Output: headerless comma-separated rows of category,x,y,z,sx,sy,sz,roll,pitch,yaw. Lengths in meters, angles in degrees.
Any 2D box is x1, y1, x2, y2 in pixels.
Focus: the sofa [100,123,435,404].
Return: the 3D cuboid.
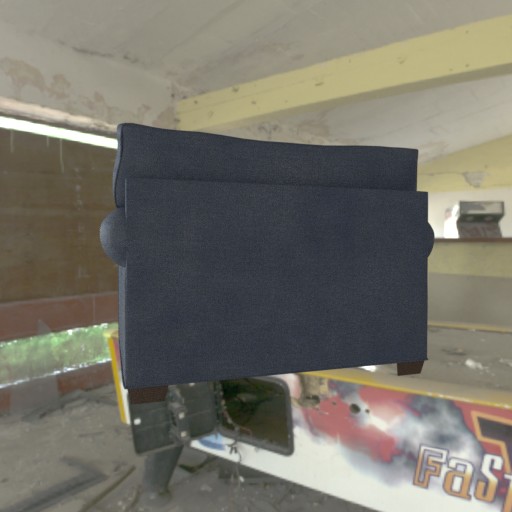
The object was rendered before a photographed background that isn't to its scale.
sofa,0.000,0.000,2.126,1.405,1.004,0.938,0,1,-18
